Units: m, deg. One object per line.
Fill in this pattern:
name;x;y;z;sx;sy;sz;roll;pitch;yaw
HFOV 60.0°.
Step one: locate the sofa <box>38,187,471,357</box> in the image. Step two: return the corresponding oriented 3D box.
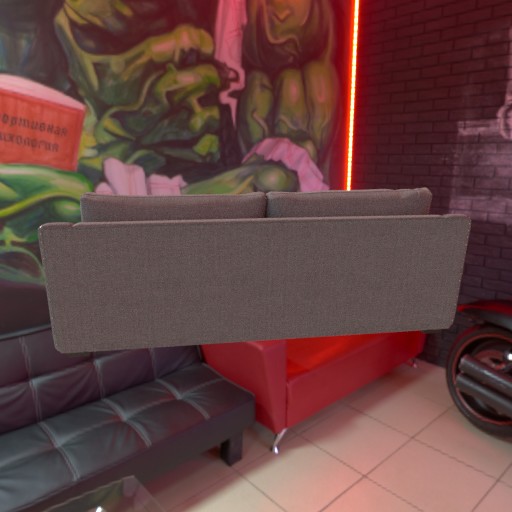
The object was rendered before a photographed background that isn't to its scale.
sofa;0.000;0.000;2.752;2.208;0.857;1.000;-2;13;-9
